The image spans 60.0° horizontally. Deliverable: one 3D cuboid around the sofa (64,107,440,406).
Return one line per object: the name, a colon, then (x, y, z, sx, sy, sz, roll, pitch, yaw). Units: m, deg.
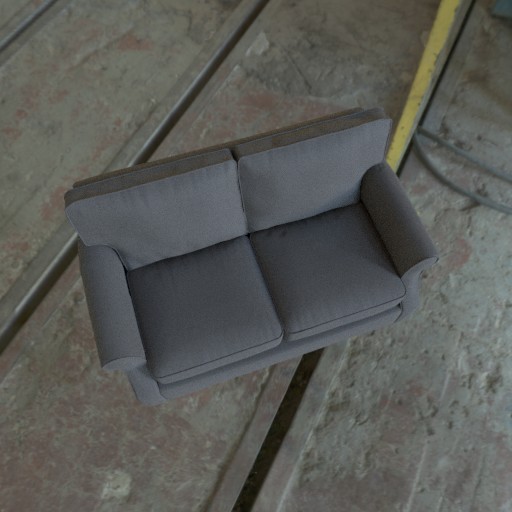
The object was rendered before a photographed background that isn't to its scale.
sofa: (0.000, 0.000, 2.260, 1.665, 0.937, 0.964, -17, 65, -8)
